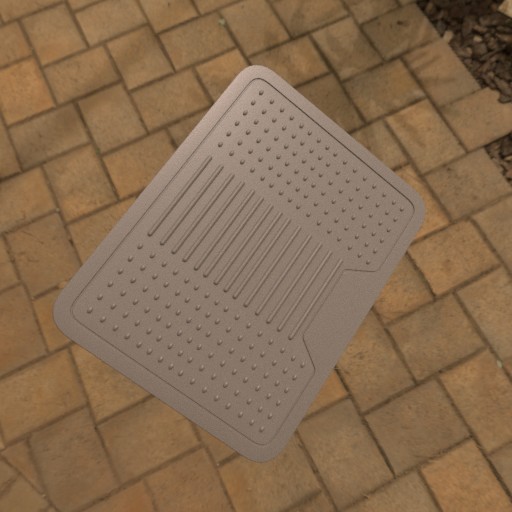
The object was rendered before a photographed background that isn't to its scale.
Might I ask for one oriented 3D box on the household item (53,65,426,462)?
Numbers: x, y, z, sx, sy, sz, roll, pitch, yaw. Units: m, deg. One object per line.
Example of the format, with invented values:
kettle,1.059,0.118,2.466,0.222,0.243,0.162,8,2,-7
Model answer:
household item,0.000,0.000,0.537,0.301,0.126,0.390,33,77,9
